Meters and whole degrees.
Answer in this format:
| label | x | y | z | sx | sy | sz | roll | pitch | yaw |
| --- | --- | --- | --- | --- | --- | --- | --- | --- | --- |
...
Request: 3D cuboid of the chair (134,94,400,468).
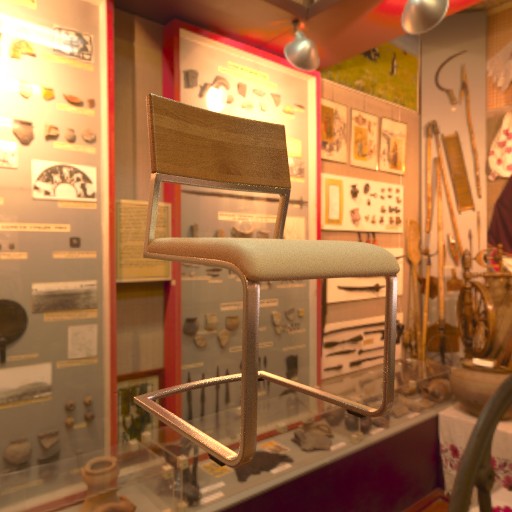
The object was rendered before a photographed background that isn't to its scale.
| label | x | y | z | sx | sy | sz | roll | pitch | yaw |
| --- | --- | --- | --- | --- | --- | --- | --- | --- | --- |
| chair | 0.000 | 0.000 | 1.170 | 0.467 | 0.844 | 0.585 | 0 | 0 | -38 |
